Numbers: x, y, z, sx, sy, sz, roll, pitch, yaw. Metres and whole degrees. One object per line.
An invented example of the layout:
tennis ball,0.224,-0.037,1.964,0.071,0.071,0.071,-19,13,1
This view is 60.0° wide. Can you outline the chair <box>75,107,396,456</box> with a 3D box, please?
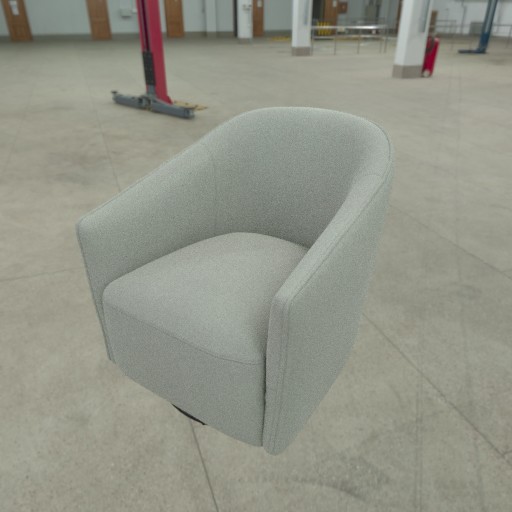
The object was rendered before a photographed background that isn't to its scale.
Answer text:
chair,0.000,0.000,1.446,0.747,0.799,0.875,18,34,29
